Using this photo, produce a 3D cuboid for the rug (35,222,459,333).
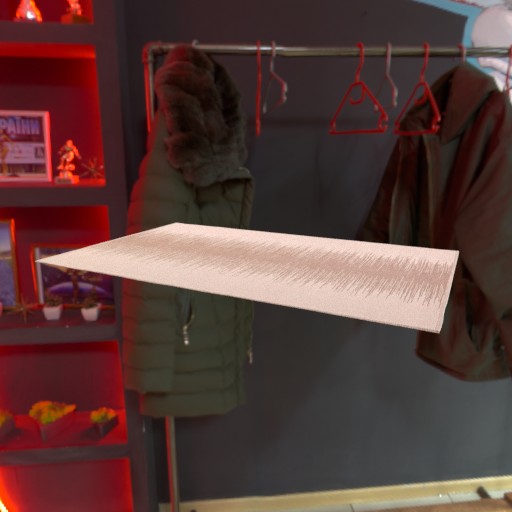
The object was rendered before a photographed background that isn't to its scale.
[{"bbox_3d":[0.000,0.000,2.992,2.440,0.012,1.522,7,16,26],"label":"rug"}]
